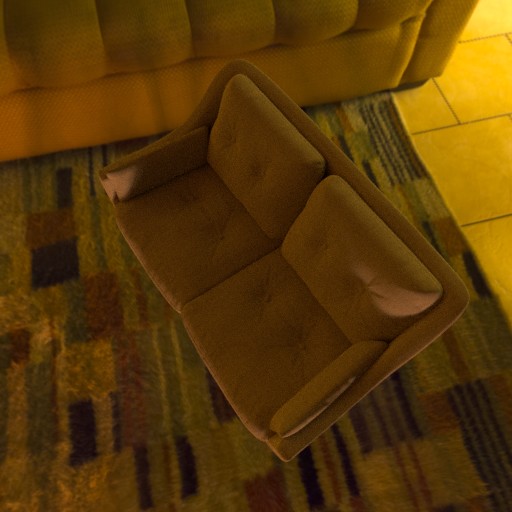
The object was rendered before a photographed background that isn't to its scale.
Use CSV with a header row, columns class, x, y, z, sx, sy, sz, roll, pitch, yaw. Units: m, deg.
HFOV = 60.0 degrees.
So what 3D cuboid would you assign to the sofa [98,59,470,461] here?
class,x,y,z,sx,sy,sz,roll,pitch,yaw
sofa,0.000,0.000,2.179,0.965,0.888,1.652,-32,69,-14
